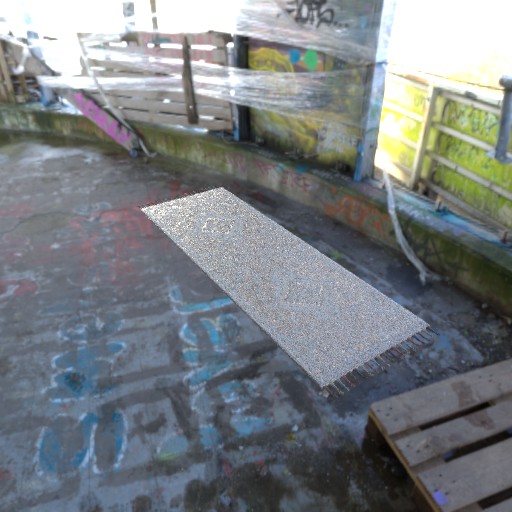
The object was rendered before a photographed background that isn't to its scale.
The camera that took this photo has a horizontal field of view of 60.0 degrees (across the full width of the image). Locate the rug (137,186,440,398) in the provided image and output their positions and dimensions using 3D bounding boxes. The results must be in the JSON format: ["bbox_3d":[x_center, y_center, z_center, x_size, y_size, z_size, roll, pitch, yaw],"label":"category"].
[{"bbox_3d":[0.000,0.000,2.866,1.324,0.018,2.378,-10,34,-15],"label":"rug"}]
